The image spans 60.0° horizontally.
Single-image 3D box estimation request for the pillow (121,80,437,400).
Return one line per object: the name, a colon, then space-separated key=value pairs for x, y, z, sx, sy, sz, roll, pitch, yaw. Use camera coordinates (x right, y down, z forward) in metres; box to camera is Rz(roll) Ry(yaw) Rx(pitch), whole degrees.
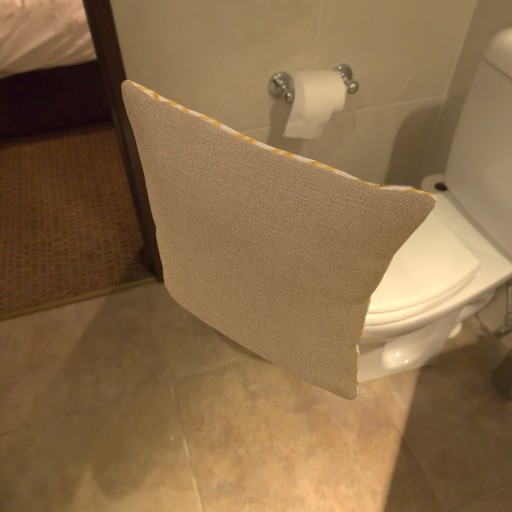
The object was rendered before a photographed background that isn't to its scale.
pillow: x=0.000 y=0.000 z=0.665 sx=0.429 sy=0.436 sz=0.159 roll=26 pitch=52 yaw=22
